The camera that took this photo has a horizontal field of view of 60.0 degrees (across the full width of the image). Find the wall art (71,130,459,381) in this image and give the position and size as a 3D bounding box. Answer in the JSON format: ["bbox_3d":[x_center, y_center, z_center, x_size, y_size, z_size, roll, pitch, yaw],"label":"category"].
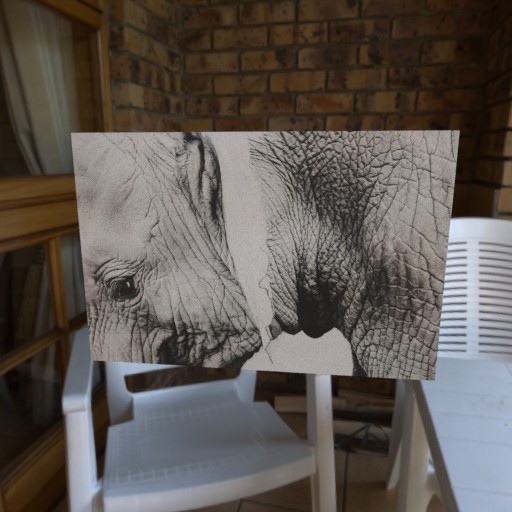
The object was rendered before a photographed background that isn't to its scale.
[{"bbox_3d":[0.000,0.000,0.756,0.613,0.407,0.035,2,13,7],"label":"wall art"}]
